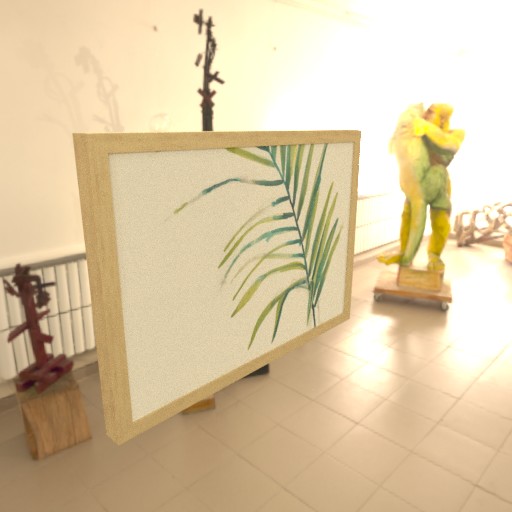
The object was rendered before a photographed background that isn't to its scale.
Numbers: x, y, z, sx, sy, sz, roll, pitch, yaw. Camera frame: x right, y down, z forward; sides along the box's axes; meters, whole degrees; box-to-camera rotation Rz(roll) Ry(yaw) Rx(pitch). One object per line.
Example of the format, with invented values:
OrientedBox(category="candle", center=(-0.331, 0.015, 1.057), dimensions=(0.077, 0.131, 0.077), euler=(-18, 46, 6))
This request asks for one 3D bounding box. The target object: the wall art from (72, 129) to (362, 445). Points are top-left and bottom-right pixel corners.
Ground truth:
OrientedBox(category="wall art", center=(0.000, 0.000, 0.700), dimensions=(0.032, 0.380, 0.532), euler=(15, 22, 42))
